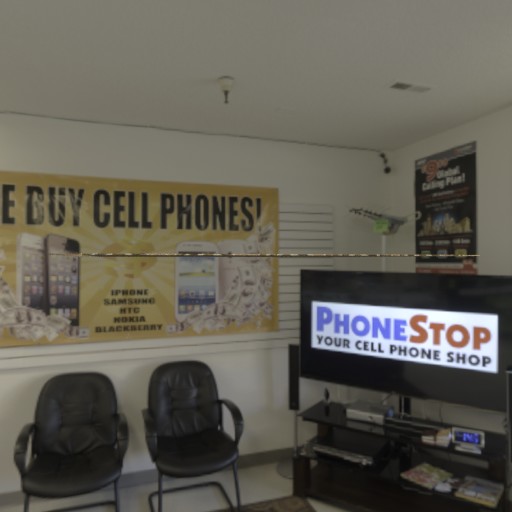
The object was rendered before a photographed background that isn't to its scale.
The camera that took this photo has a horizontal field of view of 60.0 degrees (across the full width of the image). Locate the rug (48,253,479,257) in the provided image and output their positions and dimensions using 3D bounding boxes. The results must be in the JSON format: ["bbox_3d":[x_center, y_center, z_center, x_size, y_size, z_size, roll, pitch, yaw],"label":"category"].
[{"bbox_3d":[0.000,0.000,3.065,2.438,0.008,1.524,0,0,-17],"label":"rug"}]
